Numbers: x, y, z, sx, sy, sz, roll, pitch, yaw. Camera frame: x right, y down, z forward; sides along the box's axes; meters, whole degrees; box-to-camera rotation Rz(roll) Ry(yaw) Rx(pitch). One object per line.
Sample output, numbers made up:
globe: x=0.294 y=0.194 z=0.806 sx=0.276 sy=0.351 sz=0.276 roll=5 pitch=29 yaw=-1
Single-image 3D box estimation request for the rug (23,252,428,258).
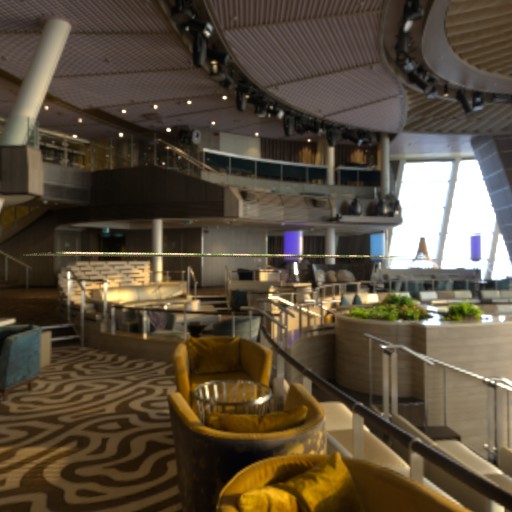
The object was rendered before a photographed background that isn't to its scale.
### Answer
rug: x=0.000 y=0.000 z=2.712 sx=2.438 sy=0.006 sz=0.761 roll=1 pitch=-1 yaw=-36
